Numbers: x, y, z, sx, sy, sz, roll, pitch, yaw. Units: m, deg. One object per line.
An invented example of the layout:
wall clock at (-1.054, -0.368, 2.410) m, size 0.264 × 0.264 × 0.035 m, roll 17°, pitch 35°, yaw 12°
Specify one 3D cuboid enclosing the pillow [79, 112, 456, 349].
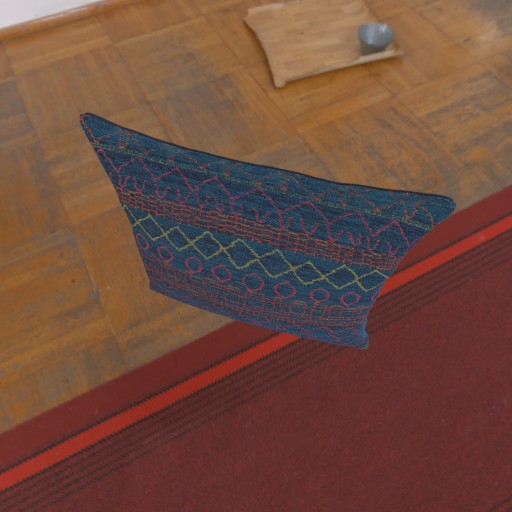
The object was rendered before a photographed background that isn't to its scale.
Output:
pillow at (0.000, 0.000, 0.661) m, size 0.431 × 0.431 × 0.141 m, roll 15°, pitch 59°, yaw 9°
